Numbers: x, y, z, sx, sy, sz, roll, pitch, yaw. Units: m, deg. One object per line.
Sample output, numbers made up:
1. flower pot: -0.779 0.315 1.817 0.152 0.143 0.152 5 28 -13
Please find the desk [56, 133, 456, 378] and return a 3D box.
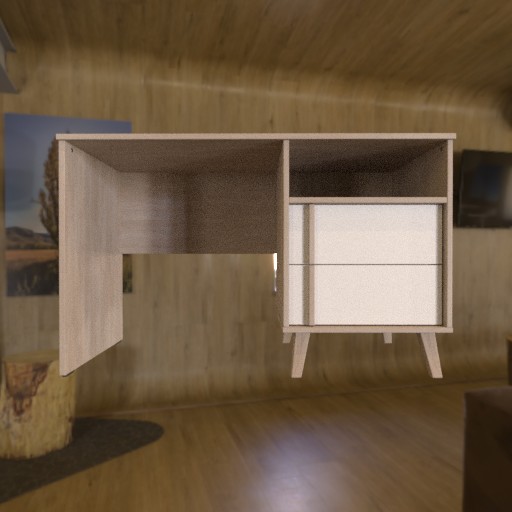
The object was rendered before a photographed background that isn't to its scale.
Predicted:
1. desk: 0.000 0.000 1.686 1.251 0.770 0.600 0 0 0
